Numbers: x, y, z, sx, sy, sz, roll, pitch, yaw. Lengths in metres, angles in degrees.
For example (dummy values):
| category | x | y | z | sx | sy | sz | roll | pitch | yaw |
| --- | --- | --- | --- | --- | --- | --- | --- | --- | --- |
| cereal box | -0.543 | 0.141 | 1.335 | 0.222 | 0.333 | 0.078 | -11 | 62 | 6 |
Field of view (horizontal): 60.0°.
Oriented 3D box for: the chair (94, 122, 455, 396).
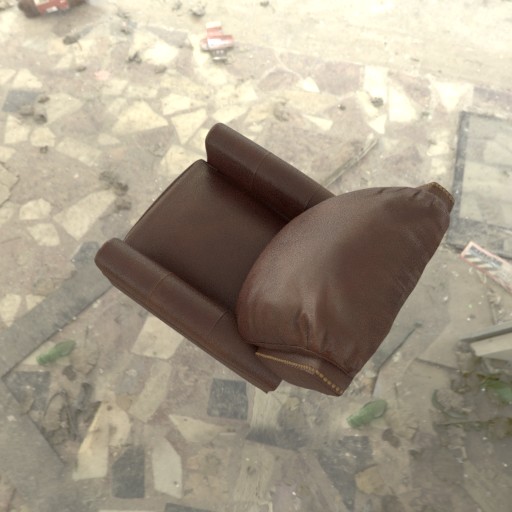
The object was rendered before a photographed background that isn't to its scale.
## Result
| category | x | y | z | sx | sy | sz | roll | pitch | yaw |
| --- | --- | --- | --- | --- | --- | --- | --- | --- | --- |
| chair | 0.000 | 0.000 | 1.783 | 1.089 | 1.022 | 0.826 | 33 | 69 | 14 |
